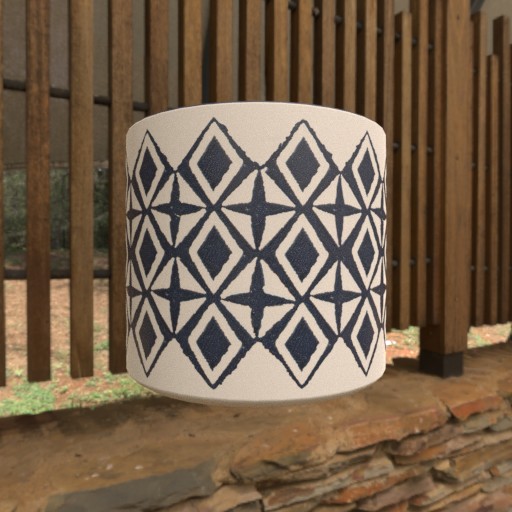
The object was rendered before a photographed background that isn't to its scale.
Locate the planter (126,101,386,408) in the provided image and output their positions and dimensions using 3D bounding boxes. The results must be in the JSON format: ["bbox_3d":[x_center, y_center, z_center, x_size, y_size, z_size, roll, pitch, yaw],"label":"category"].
[{"bbox_3d":[0.000,0.000,0.397,0.224,0.203,0.224,0,0,0],"label":"planter"}]
